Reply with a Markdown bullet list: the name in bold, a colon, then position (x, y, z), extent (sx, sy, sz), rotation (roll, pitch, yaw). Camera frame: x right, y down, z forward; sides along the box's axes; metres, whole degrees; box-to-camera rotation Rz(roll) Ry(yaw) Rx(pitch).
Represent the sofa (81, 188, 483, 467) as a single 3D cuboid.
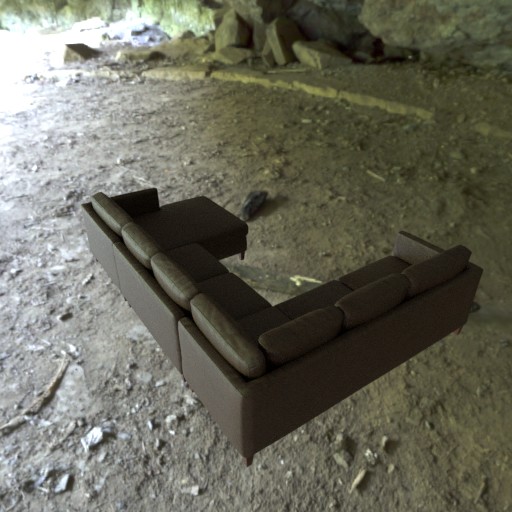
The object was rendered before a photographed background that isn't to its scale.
- **sofa**: position (0.000, 0.000, 4.635), extent (2.593, 0.923, 3.460), rotation (-20, 36, -29)
